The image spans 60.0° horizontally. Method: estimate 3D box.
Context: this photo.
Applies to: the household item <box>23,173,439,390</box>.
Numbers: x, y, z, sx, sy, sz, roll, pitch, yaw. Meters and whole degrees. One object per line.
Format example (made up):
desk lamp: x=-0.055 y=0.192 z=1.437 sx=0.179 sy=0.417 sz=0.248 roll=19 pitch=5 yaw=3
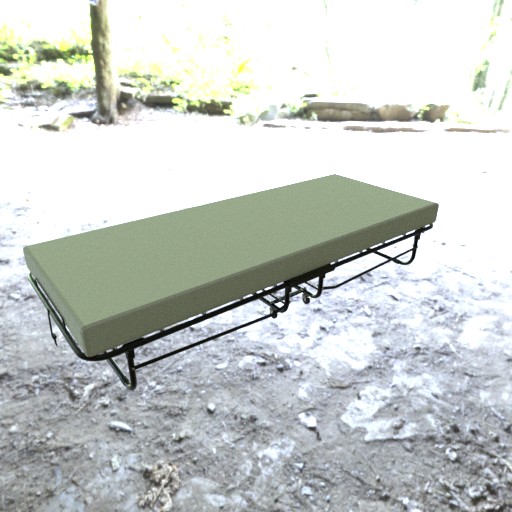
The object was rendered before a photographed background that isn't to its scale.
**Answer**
household item: x=0.000 y=0.000 z=2.141 sx=1.905 sy=0.356 sz=0.787 roll=-19 pitch=31 yaw=-33
